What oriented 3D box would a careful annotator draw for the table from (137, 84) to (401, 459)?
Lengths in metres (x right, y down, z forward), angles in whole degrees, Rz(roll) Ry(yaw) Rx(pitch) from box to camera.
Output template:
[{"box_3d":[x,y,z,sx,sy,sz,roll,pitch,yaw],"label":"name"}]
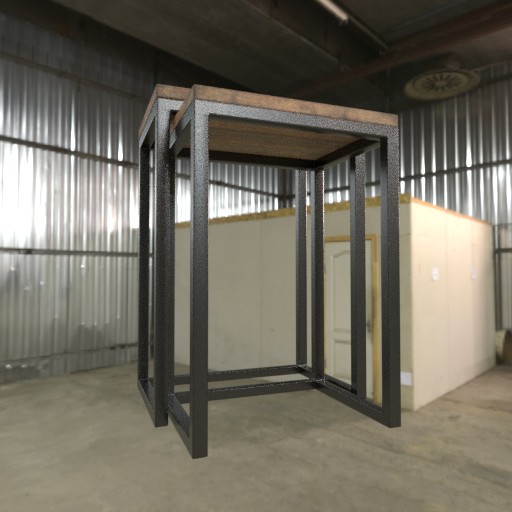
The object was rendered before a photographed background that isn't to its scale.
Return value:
[{"box_3d":[0.000,0.000,0.936,0.456,0.615,0.460,1,-2,-19],"label":"table"}]
